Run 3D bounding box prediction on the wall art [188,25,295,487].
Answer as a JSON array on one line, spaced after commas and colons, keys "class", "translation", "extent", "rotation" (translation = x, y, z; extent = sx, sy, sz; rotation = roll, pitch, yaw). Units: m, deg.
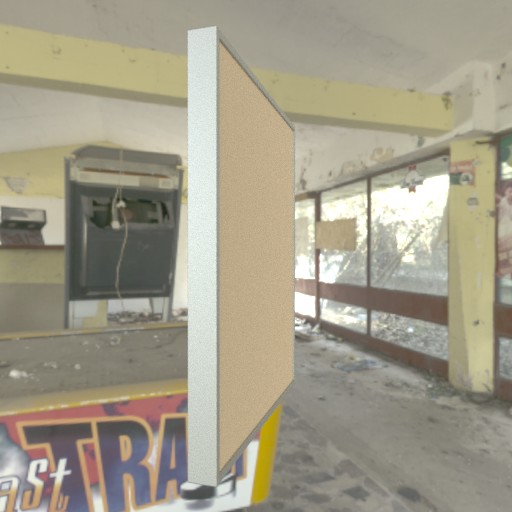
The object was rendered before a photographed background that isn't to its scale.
[{"class": "wall art", "translation": [0.000, 0.000, 0.749], "extent": [0.039, 0.553, 0.445], "rotation": [0, 0, 17]}]
